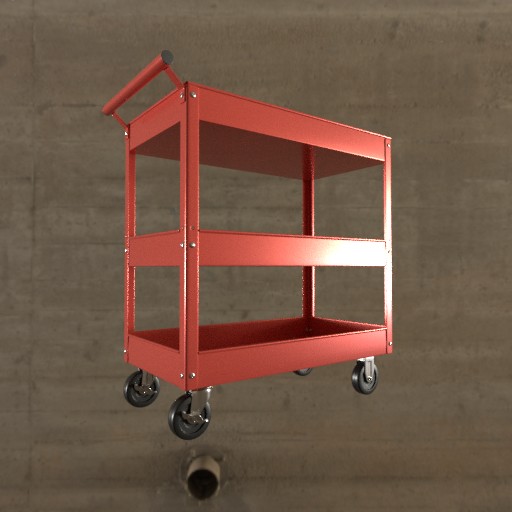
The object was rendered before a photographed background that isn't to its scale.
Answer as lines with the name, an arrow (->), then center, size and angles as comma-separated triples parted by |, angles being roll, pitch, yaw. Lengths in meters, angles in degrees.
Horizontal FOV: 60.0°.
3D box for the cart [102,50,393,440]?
cart -> 0.000, 0.000, 1.201 | 0.719, 0.780, 0.366 | 1, -2, -36
